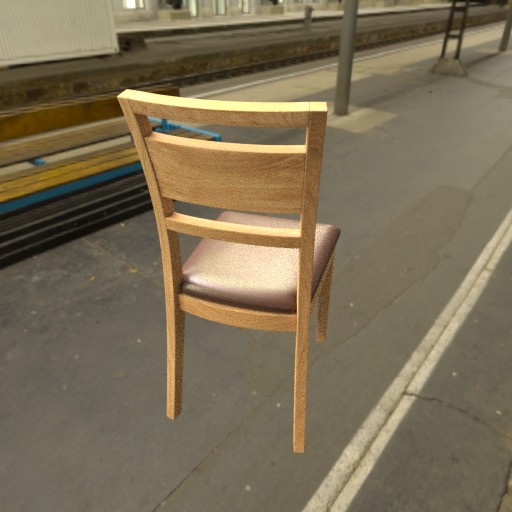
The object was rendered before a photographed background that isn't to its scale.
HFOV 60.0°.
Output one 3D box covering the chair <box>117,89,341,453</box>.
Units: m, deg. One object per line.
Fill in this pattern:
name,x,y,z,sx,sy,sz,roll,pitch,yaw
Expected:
chair,0.000,0.000,1.233,0.420,0.940,0.545,9,32,14
